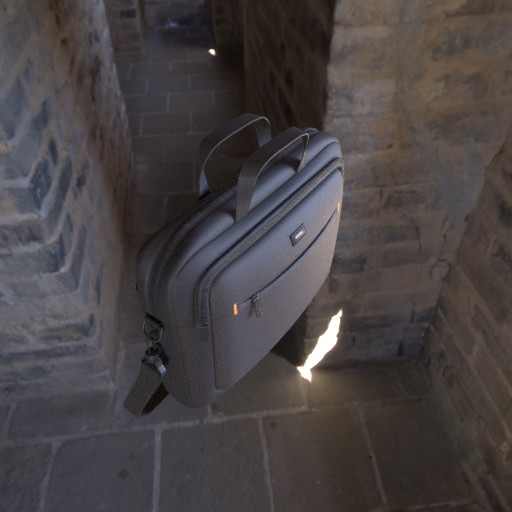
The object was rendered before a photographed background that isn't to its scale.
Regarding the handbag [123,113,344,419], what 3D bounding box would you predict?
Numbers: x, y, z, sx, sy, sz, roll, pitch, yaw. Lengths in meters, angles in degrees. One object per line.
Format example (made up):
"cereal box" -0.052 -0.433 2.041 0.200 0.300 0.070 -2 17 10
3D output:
"handbag" 0.000 0.000 0.580 0.126 0.330 0.429 27 49 26
